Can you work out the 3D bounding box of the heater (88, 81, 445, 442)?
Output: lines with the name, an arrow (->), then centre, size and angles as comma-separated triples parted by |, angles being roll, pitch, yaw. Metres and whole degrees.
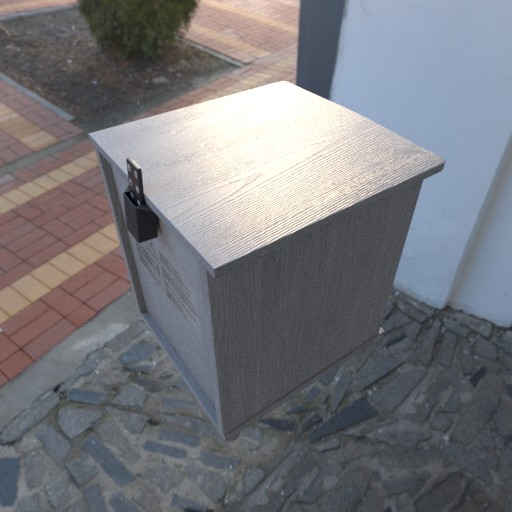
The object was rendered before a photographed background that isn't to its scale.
heater -> 0.000, 0.000, 0.765 | 0.400, 0.481, 0.362 | -25, 48, -26
